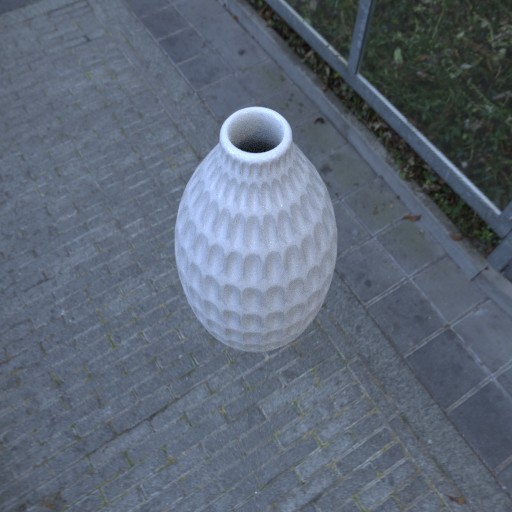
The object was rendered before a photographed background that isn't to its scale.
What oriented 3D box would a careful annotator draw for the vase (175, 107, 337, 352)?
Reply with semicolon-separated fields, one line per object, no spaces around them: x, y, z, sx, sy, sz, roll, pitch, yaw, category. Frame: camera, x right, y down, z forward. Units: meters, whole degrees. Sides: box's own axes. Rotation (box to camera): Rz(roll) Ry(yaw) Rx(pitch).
0.000;0.000;0.359;0.127;0.282;0.127;0;62;0;vase
